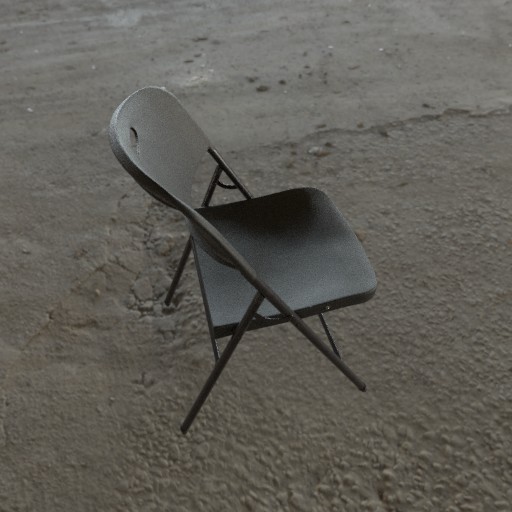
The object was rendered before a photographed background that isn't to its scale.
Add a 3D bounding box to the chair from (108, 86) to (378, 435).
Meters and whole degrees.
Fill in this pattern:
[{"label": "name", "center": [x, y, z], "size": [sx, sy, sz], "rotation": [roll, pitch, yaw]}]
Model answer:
[{"label": "chair", "center": [0.000, 0.000, 1.156], "size": [0.567, 0.810, 0.494], "rotation": [-10, 46, -10]}]
